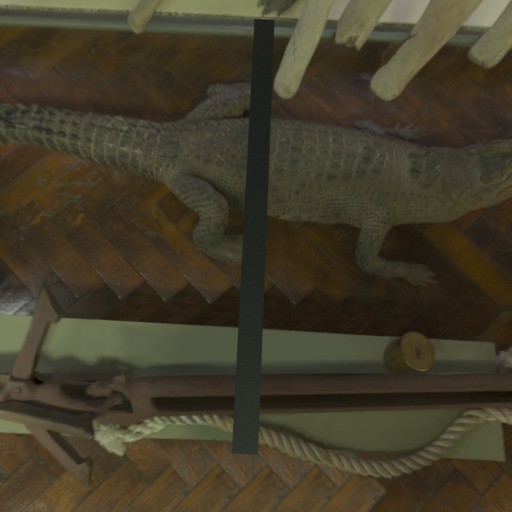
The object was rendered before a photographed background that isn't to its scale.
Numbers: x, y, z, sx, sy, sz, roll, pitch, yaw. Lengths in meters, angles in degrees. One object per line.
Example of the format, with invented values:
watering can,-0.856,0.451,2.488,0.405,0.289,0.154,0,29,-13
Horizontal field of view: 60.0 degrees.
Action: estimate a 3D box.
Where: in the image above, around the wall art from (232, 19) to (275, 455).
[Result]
wall art,0.000,0.000,0.767,0.028,0.460,0.561,2,75,1
